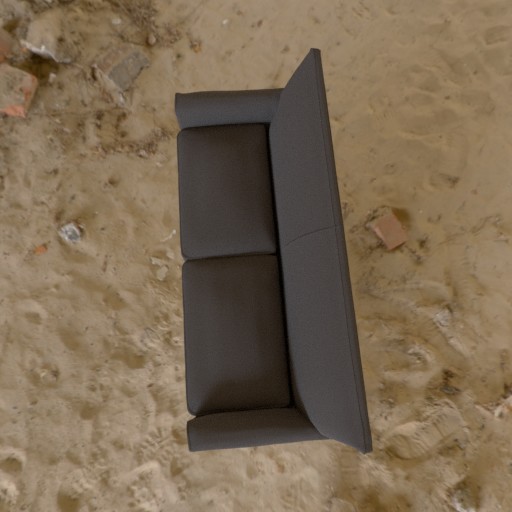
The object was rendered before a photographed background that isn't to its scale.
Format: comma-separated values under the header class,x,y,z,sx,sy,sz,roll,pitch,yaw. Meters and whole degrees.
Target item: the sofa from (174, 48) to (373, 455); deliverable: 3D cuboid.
class,x,y,z,sx,sy,sz,roll,pitch,yaw
sofa,0.000,0.000,2.517,0.843,0.907,2.002,-4,76,-1
